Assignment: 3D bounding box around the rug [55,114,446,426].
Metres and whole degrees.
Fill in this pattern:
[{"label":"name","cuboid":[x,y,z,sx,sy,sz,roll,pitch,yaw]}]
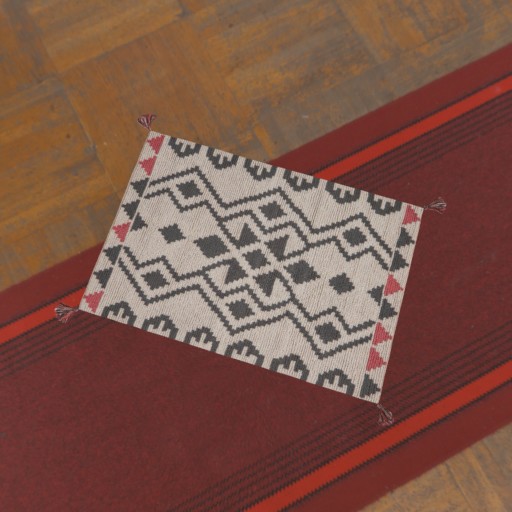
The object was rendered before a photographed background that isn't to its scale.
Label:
[{"label":"rug","cuboid":[0.000,0.000,2.682,2.069,0.067,1.444,17,77,4]}]
